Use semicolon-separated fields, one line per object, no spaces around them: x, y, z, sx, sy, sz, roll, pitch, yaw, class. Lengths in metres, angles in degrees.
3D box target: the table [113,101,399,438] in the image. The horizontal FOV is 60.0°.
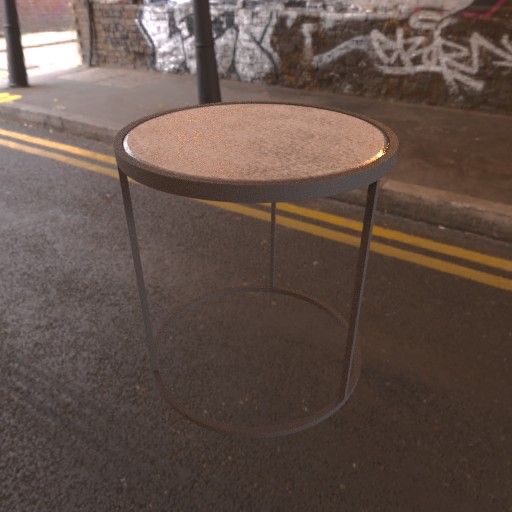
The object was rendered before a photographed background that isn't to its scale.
0.000;0.000;0.886;0.470;0.498;0.470;0;32;0;table
